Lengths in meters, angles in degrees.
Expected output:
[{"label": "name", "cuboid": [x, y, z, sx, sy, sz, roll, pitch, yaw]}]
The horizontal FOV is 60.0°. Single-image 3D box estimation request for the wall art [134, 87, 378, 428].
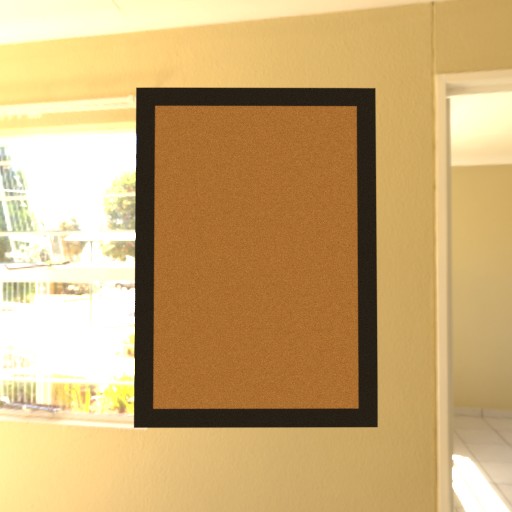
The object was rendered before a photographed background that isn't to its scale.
[{"label": "wall art", "cuboid": [0.000, 0.000, 0.703, 0.380, 0.534, 0.013, 0, -2, 0]}]
